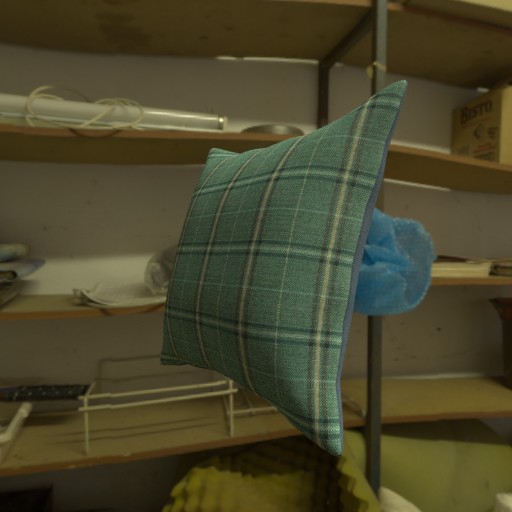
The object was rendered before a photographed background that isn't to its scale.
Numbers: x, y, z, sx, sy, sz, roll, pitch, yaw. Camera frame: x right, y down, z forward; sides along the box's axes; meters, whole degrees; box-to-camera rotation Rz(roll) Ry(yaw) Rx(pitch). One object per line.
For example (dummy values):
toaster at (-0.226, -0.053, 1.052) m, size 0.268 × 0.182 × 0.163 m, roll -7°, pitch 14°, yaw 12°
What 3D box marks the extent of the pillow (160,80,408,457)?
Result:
pillow at (0.000, 0.000, 0.683) m, size 0.200 × 0.430 × 0.453 m, roll -1°, pitch 1°, yaw -37°
